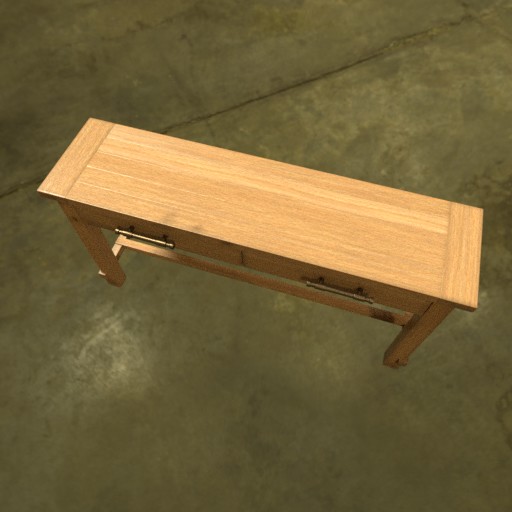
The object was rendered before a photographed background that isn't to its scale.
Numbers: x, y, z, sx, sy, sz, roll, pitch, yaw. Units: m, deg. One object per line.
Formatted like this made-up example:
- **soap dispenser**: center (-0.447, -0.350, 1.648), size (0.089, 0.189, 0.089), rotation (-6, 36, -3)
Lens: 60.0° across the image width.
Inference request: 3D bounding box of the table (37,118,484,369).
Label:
- **table**: center (0.000, 0.000, 1.950), size (1.599, 0.762, 0.442), rotation (15, 60, 9)
